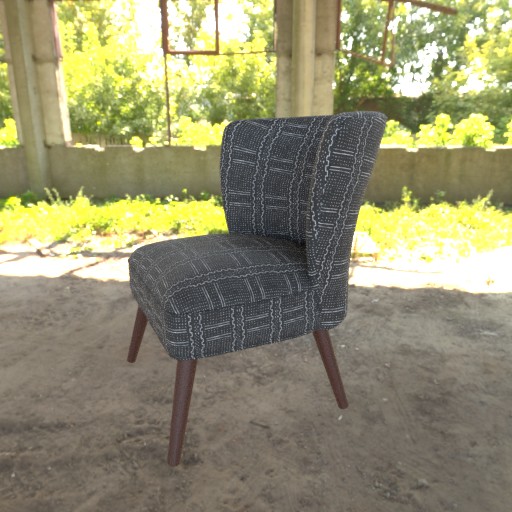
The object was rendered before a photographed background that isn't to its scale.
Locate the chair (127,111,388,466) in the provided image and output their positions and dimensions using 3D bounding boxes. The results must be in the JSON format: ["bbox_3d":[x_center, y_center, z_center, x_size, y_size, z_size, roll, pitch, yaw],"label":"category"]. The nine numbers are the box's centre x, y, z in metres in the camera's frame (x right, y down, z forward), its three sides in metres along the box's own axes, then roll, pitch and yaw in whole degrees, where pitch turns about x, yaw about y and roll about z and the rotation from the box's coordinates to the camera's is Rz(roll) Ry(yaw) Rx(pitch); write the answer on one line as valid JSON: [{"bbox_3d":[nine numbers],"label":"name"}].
[{"bbox_3d":[0.000,0.000,1.399,0.758,0.866,0.710,-7,17,-24],"label":"chair"}]
